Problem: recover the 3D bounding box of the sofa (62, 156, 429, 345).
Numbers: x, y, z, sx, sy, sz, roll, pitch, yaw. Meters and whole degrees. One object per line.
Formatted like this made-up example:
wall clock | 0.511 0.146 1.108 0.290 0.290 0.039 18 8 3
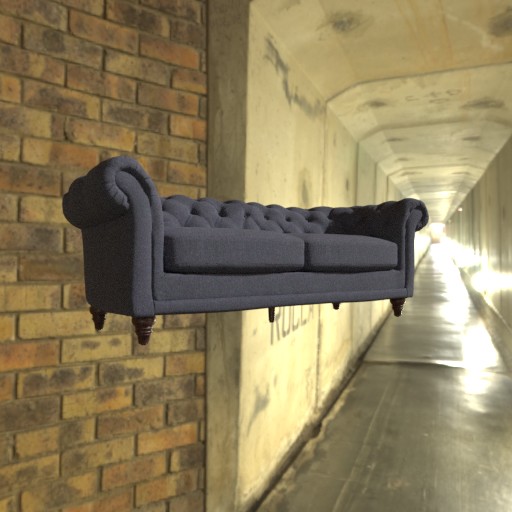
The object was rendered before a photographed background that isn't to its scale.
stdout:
sofa | 0.000 0.000 2.875 2.335 0.836 1.046 1 -1 -36
